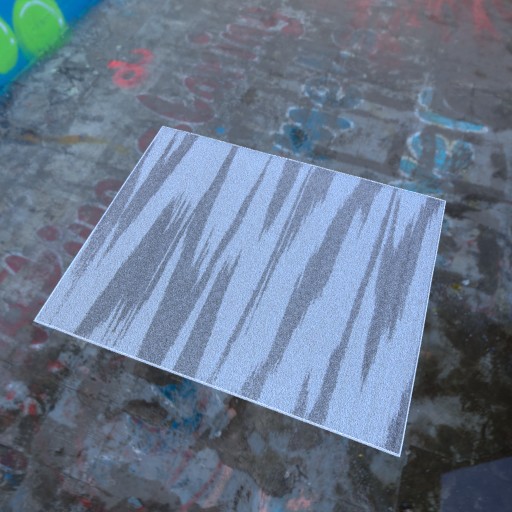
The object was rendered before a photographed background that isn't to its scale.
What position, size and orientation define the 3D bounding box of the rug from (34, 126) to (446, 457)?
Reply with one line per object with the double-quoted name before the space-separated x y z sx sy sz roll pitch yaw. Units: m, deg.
"rug" 0.000 0.000 3.851 2.945 0.014 2.353 17 61 10
